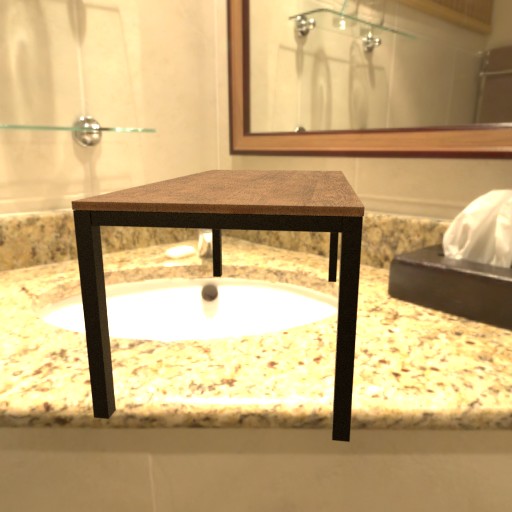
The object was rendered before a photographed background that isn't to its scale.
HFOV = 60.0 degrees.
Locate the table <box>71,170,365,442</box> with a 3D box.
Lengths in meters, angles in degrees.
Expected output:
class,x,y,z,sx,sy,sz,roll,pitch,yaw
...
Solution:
class,x,y,z,sx,sy,sz,roll,pitch,yaw
table,0.000,0.000,2.276,0.893,0.767,1.805,2,14,8
